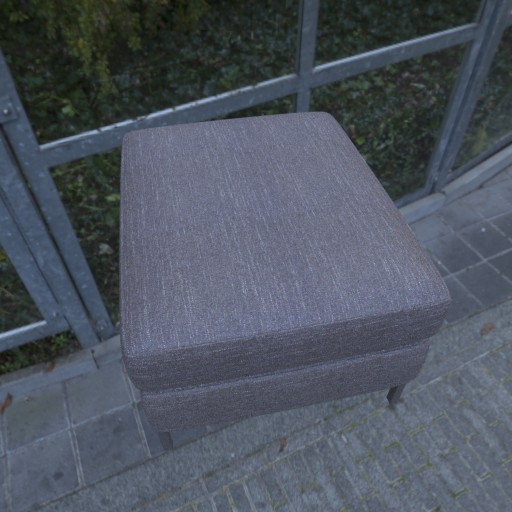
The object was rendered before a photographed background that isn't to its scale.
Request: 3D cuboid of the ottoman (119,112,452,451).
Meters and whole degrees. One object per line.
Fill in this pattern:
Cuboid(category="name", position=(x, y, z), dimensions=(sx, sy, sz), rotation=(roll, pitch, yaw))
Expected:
Cuboid(category="ottoman", position=(0.000, 0.000, 1.231), dimensions=(0.671, 0.490, 0.820), rotation=(-8, 46, -8))
